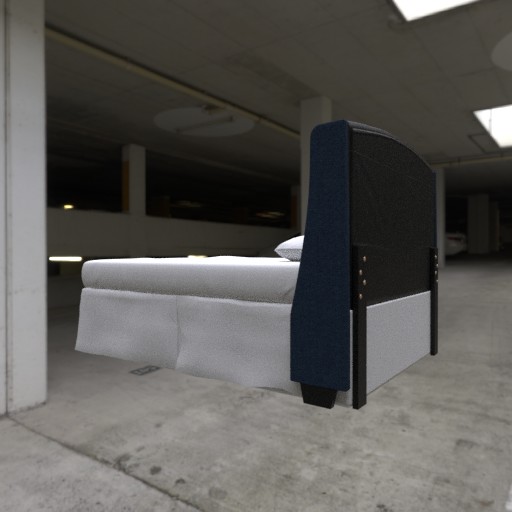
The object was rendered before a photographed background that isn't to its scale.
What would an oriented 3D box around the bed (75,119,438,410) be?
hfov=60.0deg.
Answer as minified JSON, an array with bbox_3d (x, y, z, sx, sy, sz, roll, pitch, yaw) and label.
[{"bbox_3d":[0.000,0.000,3.268,2.223,1.402,1.604,0,0,36],"label":"bed"}]
